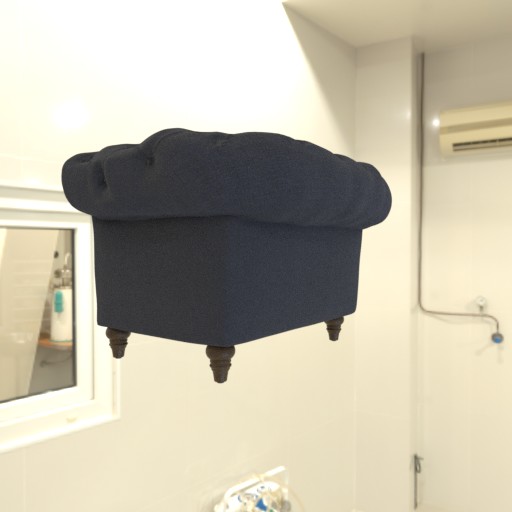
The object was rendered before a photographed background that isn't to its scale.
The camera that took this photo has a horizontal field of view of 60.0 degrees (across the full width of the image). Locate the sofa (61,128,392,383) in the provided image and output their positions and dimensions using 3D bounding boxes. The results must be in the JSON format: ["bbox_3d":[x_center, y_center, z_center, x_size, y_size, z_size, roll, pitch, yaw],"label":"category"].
[{"bbox_3d":[0.000,0.000,2.016,1.032,0.878,1.405,1,1,36],"label":"sofa"}]
